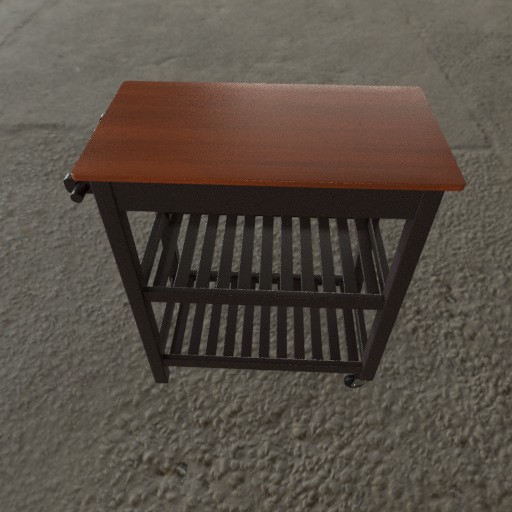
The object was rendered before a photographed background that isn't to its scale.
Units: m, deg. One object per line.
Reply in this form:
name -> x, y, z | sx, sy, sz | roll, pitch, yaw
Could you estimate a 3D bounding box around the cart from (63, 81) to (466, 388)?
cart -> 0.000, 0.000, 1.422 | 0.899, 0.927, 0.457 | 2, 46, 2
